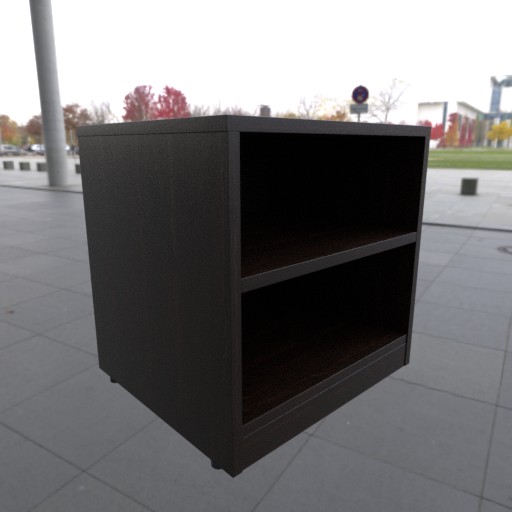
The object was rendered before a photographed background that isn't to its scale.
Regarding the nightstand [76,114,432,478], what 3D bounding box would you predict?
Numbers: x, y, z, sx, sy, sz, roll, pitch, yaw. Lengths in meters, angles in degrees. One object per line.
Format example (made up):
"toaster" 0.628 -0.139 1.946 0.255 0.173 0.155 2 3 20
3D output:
"nightstand" 0.000 0.000 0.866 0.489 0.487 0.427 -13 19 -41
